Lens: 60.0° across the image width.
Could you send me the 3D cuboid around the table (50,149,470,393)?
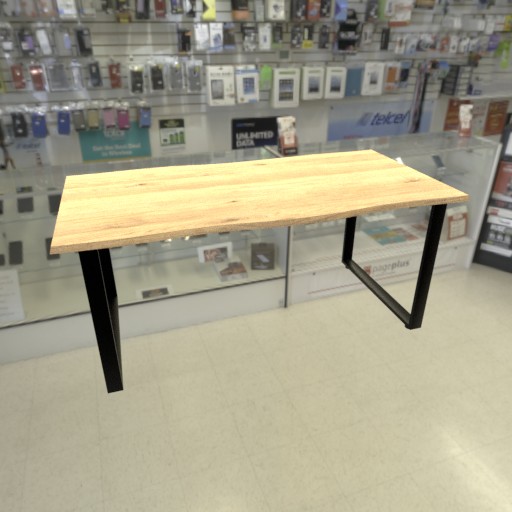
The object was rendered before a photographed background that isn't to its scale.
[{"bbox_3d":[0.000,0.000,2.341,1.800,0.780,0.900,-8,29,-15],"label":"table"}]
